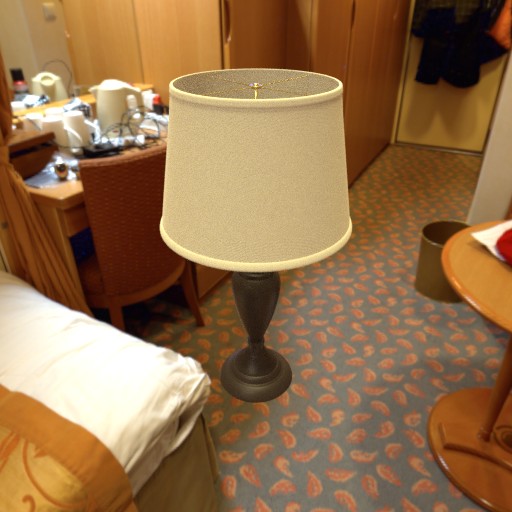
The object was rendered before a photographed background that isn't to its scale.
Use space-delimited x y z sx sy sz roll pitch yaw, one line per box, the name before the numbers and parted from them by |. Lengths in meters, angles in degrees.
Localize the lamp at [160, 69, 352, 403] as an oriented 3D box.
lamp | 0.000 0.000 0.823 0.335 0.611 0.335 0 31 0
